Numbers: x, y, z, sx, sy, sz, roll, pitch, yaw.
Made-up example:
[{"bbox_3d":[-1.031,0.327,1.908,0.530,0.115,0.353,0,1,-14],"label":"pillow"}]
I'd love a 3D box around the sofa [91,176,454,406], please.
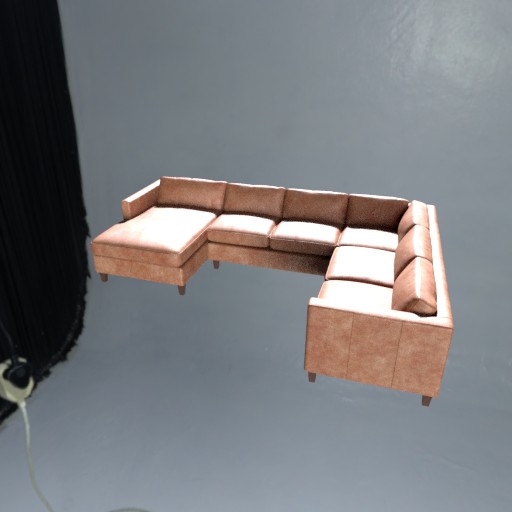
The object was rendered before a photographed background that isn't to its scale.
[{"bbox_3d":[0.000,0.000,4.442,3.401,0.832,2.430,8,27,15],"label":"sofa"}]
